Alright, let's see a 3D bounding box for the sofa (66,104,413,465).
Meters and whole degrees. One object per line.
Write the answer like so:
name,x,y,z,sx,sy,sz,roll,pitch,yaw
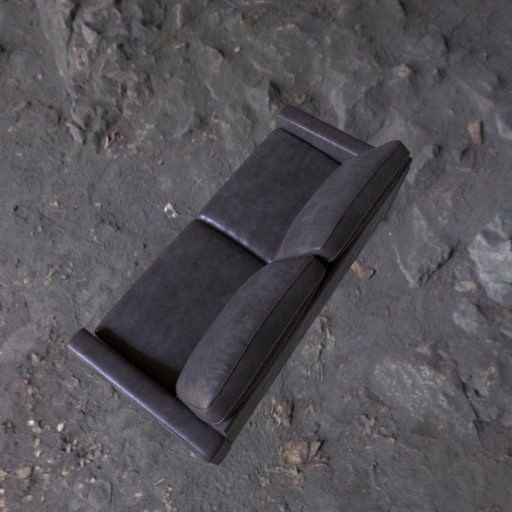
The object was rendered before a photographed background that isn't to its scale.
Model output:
sofa,0.000,0.000,2.596,0.939,0.916,2.081,32,67,15
